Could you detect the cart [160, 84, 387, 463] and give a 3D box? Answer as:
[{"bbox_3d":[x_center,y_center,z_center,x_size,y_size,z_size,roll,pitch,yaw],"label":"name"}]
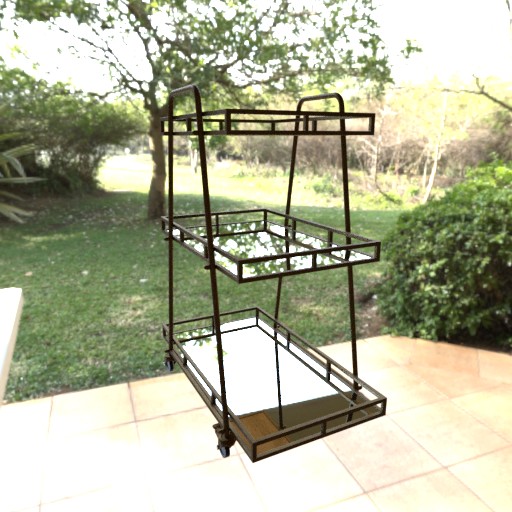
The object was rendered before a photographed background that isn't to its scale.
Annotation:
[{"bbox_3d":[0.000,0.000,1.262,0.441,0.883,0.711,-8,17,-26],"label":"cart"}]
